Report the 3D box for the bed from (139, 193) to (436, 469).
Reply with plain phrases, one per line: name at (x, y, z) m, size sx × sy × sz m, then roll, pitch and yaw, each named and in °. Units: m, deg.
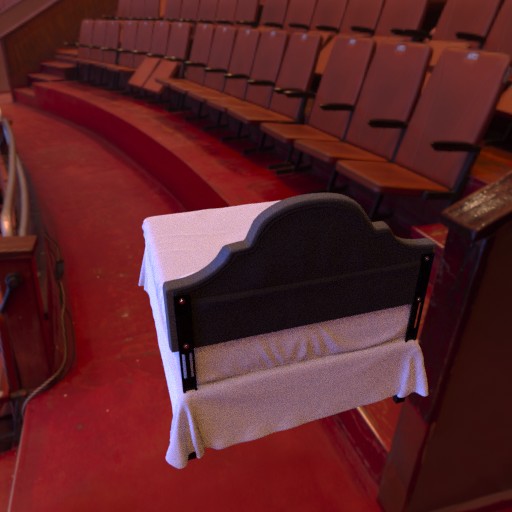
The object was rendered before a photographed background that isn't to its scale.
bed at (0.000, 0.000, 3.384) m, size 1.780 × 1.634 × 2.222 m, roll -9°, pitch 29°, yaw -16°
